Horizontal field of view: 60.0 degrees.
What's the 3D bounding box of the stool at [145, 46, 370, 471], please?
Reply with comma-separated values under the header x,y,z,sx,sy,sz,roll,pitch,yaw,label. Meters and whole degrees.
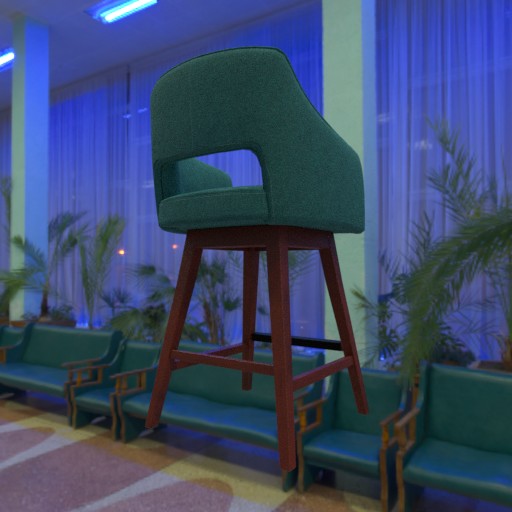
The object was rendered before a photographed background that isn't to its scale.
x,y,z,sx,sy,sz,roll,pitch,yaw,label
0.000,0.000,1.285,0.548,0.961,0.556,-1,-2,35,stool
